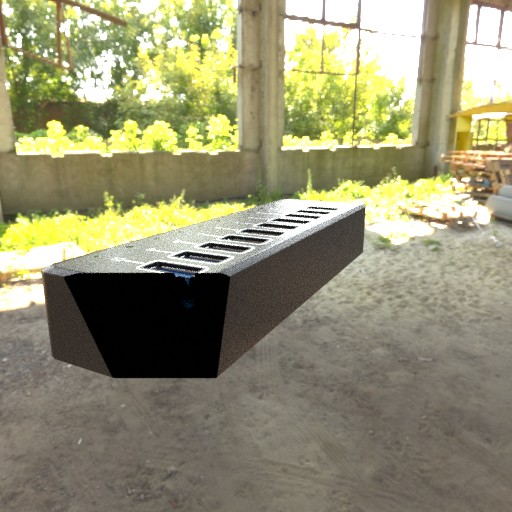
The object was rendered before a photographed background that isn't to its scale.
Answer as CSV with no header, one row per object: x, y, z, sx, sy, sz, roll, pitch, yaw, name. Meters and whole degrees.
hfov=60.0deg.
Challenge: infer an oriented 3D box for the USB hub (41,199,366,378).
0.000,0.000,0.160,0.044,0.023,0.145,8,16,27,USB hub
